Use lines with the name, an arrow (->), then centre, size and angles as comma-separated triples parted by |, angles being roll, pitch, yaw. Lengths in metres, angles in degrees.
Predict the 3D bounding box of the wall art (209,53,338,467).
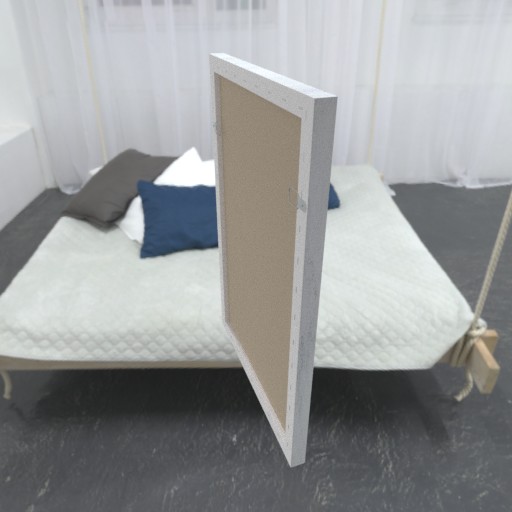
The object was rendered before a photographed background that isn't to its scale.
wall art -> 0.000, 0.000, 1.167 | 0.043, 0.914, 0.624 | -11, 32, -17
